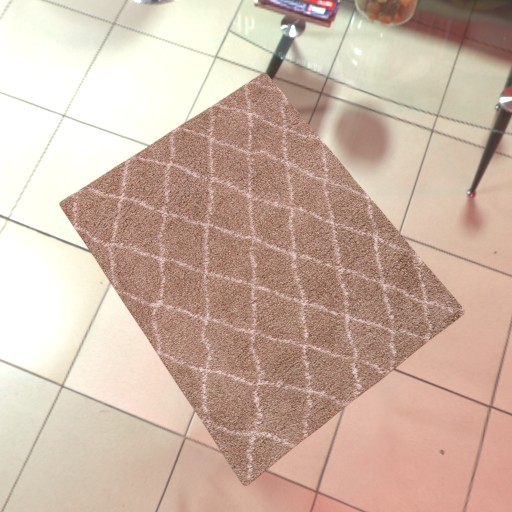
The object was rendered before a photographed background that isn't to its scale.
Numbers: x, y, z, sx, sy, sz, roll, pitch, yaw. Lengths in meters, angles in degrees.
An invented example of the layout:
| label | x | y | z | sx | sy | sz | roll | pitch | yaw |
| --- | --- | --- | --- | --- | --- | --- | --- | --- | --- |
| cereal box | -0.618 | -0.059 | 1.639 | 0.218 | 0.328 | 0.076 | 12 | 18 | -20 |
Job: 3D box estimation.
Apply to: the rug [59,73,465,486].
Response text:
| label | x | y | z | sx | sy | sz | roll | pitch | yaw |
| --- | --- | --- | --- | --- | --- | --- | --- | --- | --- |
| rug | 0.000 | 0.000 | 4.086 | 2.438 | 0.029 | 3.047 | -35 | 79 | -8 |
